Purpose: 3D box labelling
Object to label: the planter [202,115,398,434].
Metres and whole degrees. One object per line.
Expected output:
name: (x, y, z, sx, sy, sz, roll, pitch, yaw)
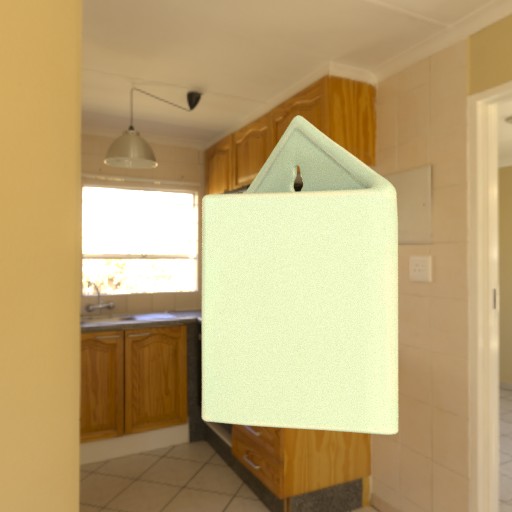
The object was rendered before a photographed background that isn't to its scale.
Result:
planter: (0.000, 0.000, 0.289, 0.079, 0.197, 0.164, 0, 0, -37)
